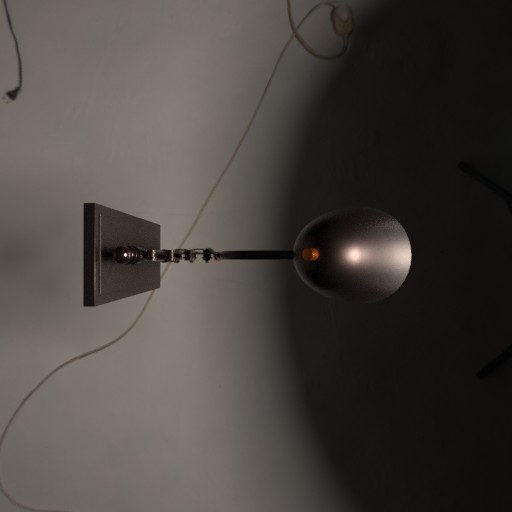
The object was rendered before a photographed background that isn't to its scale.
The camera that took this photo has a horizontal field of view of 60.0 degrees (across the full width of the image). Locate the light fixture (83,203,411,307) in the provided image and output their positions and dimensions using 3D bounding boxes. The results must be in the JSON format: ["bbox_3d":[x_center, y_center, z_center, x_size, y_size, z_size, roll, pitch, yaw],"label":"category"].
[{"bbox_3d":[0.000,0.000,0.943,0.499,0.715,0.162,0,90,1],"label":"light fixture"}]
